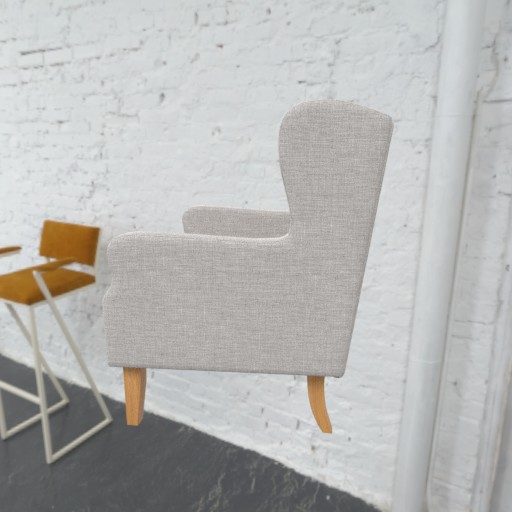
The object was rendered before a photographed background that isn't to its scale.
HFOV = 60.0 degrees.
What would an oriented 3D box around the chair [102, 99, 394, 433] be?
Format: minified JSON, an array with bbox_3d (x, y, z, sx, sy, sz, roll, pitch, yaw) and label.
[{"bbox_3d":[0.000,0.000,1.495,0.760,0.930,0.710,2,13,9],"label":"chair"}]
